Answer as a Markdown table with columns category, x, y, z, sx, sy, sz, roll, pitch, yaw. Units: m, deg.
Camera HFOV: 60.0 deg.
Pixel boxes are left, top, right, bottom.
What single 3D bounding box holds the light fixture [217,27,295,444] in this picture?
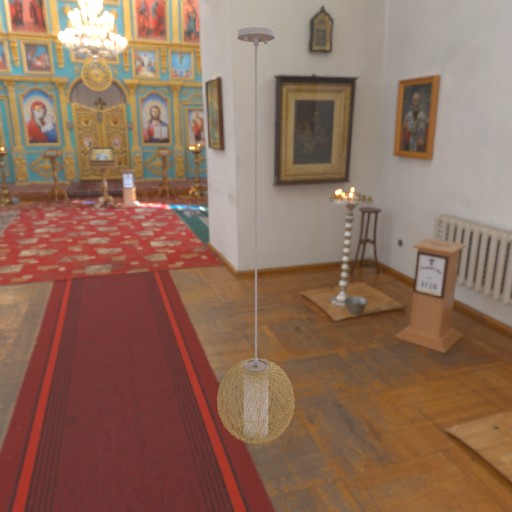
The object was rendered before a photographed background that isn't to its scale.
| category | x | y | z | sx | sy | sz | roll | pitch | yaw |
| --- | --- | --- | --- | --- | --- | --- | --- | --- | --- |
| light fixture | 0.000 | 0.000 | 2.117 | 0.406 | 1.955 | 0.407 | 7 | 16 | 26 |
